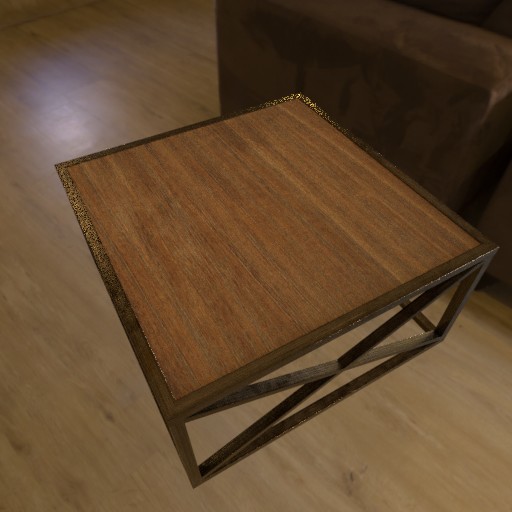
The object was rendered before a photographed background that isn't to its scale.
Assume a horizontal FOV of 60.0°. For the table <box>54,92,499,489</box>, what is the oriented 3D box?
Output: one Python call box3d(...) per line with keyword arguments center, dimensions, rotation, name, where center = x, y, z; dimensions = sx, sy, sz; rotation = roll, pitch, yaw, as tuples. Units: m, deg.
box3d(center=(0.000, 0.000, 1.402), dimensions=(0.899, 0.451, 0.909), rotation=(-23, 52, -19), name="table")
